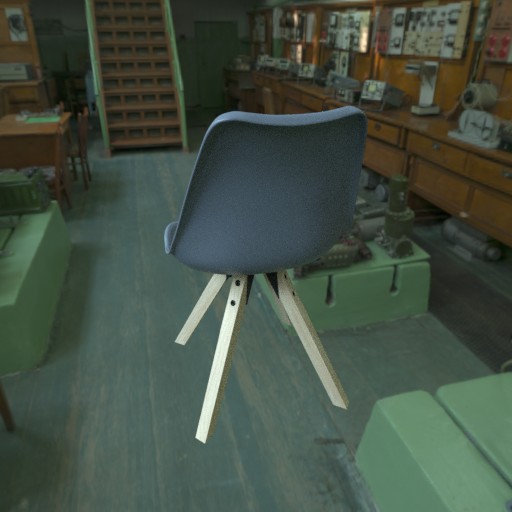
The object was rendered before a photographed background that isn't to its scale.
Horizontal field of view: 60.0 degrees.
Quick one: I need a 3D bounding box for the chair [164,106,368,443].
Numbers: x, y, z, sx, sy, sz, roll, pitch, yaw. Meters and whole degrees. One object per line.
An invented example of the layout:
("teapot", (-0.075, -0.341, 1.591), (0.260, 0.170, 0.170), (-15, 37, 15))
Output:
("chair", (0.000, 0.000, 1.221), (0.485, 0.850, 0.550), (-8, 28, -15))
